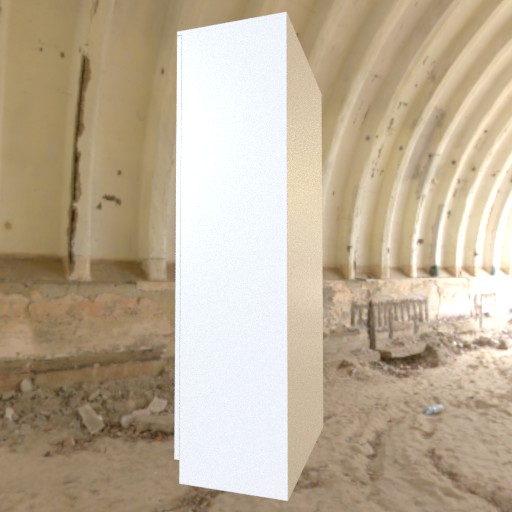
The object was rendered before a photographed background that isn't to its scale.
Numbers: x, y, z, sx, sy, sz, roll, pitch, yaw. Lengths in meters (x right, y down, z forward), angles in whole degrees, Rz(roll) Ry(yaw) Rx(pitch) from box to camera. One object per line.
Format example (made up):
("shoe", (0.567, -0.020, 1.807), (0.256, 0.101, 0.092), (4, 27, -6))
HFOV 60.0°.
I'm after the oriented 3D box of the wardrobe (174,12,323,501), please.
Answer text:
("wardrobe", (0.000, 0.000, 1.971), (0.470, 1.700, 0.760), (-1, -2, 18))
